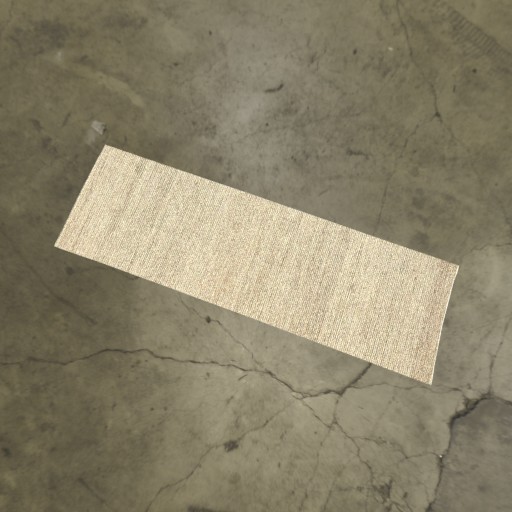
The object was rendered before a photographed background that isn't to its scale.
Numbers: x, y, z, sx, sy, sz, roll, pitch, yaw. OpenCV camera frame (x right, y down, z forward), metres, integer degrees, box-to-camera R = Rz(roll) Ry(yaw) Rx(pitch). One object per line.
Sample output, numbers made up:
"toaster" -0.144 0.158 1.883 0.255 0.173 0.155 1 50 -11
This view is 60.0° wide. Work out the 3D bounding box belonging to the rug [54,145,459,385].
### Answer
"rug" 0.000 0.000 2.712 2.390 0.014 0.741 20 76 5
